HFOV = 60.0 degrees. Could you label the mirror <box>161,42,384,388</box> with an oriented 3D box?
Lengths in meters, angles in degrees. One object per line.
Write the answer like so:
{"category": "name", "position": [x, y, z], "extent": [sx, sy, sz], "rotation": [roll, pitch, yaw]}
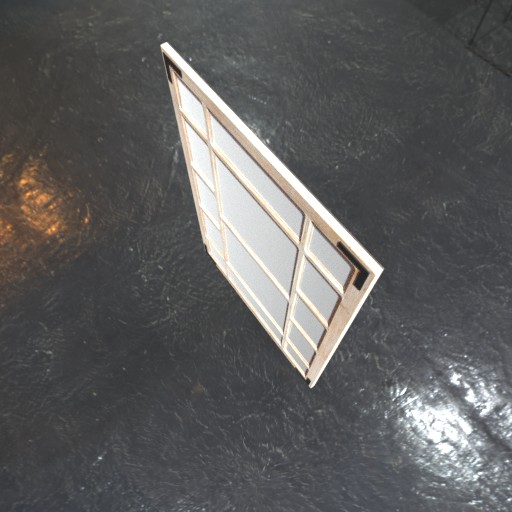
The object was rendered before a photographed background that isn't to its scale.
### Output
{"category": "mirror", "position": [0.000, 0.000, 1.314], "extent": [0.025, 0.996, 0.705], "rotation": [-33, 68, -16]}
